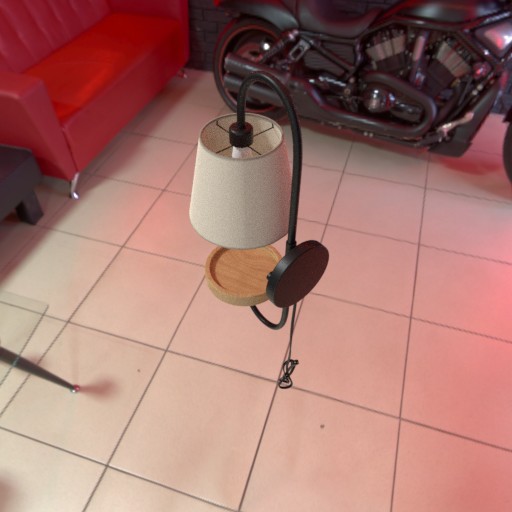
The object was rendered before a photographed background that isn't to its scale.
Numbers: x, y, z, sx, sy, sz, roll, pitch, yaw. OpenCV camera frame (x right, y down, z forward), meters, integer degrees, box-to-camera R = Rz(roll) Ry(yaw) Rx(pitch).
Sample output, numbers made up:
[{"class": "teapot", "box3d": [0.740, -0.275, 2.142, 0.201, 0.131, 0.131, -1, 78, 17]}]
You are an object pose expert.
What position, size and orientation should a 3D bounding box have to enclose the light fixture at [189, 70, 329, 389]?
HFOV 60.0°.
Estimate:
[{"class": "light fixture", "box3d": [0.000, 0.000, 0.956, 0.220, 0.821, 0.299, -31, 54, -26]}]
